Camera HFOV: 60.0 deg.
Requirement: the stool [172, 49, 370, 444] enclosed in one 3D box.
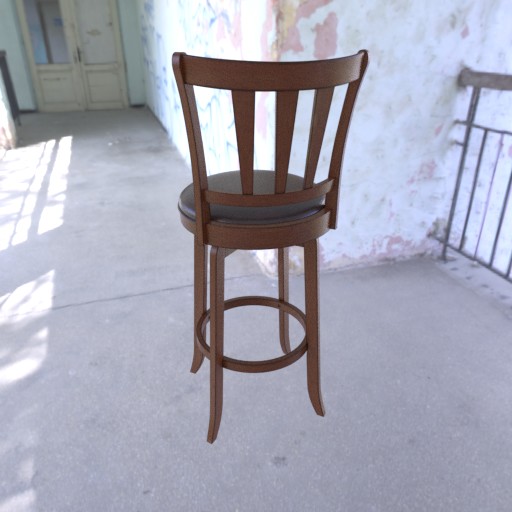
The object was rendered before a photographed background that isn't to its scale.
[{"bbox_3d":[0.000,0.000,1.383,0.464,1.177,0.503,-8,28,-15],"label":"stool"}]
